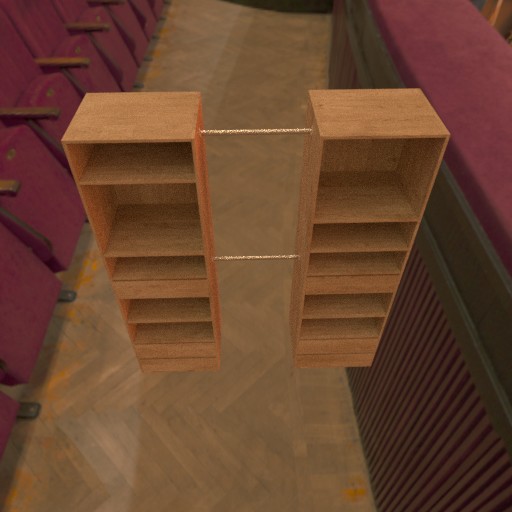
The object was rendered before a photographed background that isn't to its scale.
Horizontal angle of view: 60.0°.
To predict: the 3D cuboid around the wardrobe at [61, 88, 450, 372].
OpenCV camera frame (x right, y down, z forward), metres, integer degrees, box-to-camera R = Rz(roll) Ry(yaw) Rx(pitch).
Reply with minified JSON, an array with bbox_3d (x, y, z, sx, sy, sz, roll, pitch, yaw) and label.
[{"bbox_3d":[0.000,0.000,2.889,1.770,2.000,0.480,-1,45,-1],"label":"wardrobe"}]
